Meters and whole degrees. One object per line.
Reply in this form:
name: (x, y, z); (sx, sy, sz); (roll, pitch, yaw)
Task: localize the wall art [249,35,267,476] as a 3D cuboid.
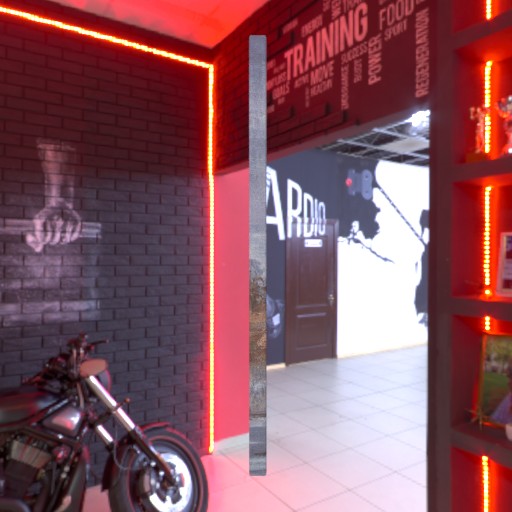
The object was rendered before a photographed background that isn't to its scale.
wall art: (0.000, 0.000, 1.528); (0.040, 1.020, 1.010); (0, 0, 0)
